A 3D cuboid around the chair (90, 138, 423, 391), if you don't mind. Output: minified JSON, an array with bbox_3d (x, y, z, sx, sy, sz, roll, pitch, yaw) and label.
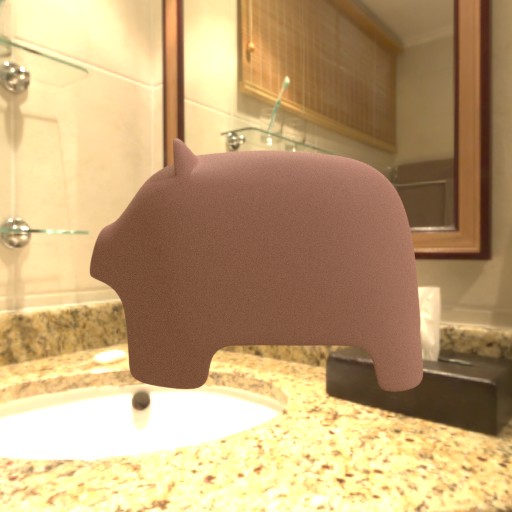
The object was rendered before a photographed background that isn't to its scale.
[{"bbox_3d":[0.000,0.000,0.868,0.619,0.423,0.364,0,1,0],"label":"chair"}]
